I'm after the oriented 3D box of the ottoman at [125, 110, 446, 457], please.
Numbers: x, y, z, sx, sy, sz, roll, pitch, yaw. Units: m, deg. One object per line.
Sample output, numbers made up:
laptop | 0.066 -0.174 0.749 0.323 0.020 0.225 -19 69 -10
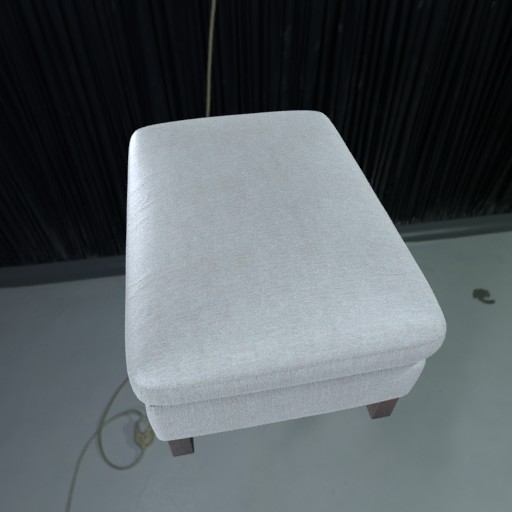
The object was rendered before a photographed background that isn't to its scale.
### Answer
ottoman | 0.000 0.000 1.009 0.528 0.404 0.735 -8 47 -7
